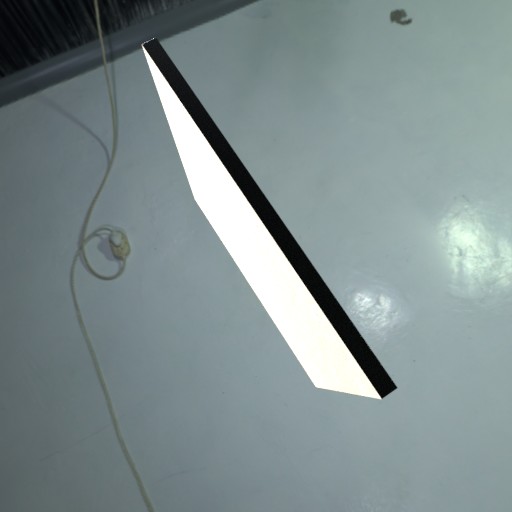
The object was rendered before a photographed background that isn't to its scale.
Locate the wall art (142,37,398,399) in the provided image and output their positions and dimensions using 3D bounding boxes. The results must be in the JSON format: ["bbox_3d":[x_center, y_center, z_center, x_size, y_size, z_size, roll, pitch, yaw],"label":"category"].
[{"bbox_3d":[0.000,0.000,1.146,0.031,0.775,0.773,-32,77,-8],"label":"wall art"}]
